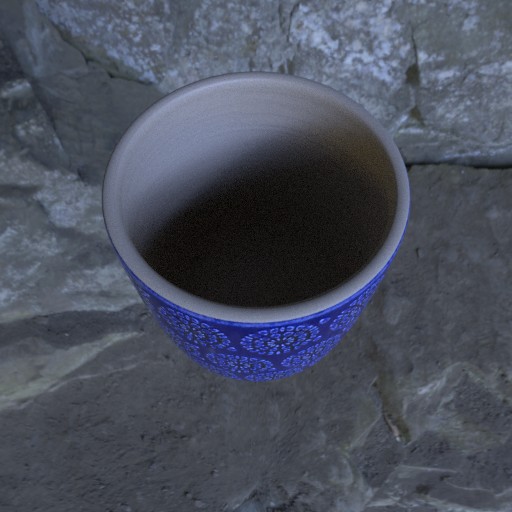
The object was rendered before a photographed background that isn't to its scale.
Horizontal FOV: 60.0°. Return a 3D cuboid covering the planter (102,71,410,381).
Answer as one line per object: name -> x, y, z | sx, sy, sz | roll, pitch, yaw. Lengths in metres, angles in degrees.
planter -> 0.000, 0.000, 0.352 | 0.184, 0.206, 0.184 | 0, 63, 0
